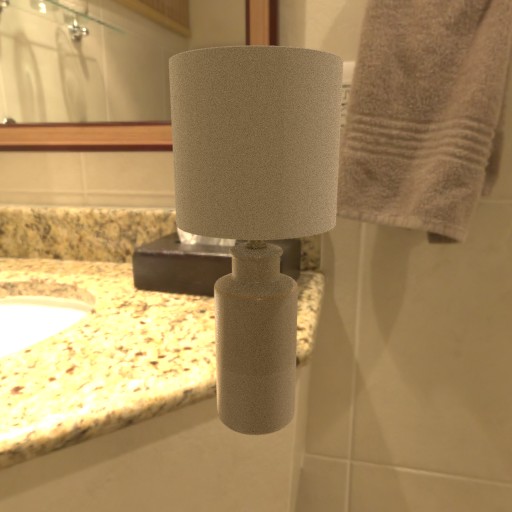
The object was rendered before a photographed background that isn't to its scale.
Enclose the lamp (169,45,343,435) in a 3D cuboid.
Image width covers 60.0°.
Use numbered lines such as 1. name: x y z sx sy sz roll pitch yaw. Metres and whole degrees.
1. lamp: 0.000 0.000 0.610 0.212 0.493 0.212 -7 16 -24
